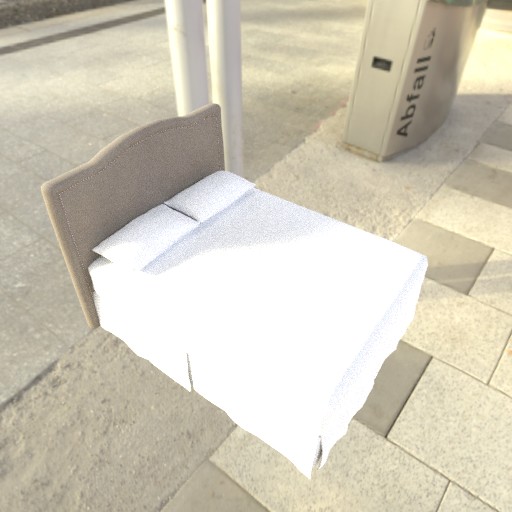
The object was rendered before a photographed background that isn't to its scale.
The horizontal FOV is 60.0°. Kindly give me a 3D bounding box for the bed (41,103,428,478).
[{"bbox_3d":[0.000,0.000,3.214,2.128,1.441,1.744,25,47,27],"label":"bed"}]
